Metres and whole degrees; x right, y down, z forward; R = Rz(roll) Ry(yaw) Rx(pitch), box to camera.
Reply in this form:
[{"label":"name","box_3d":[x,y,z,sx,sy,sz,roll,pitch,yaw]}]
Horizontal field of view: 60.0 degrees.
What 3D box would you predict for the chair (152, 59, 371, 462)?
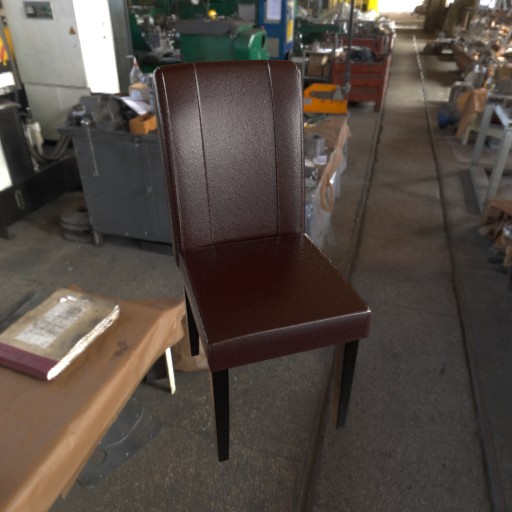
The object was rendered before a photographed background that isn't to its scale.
[{"label":"chair","box_3d":[0.000,0.000,1.180,0.399,0.897,0.556,-9,32,-15]}]
